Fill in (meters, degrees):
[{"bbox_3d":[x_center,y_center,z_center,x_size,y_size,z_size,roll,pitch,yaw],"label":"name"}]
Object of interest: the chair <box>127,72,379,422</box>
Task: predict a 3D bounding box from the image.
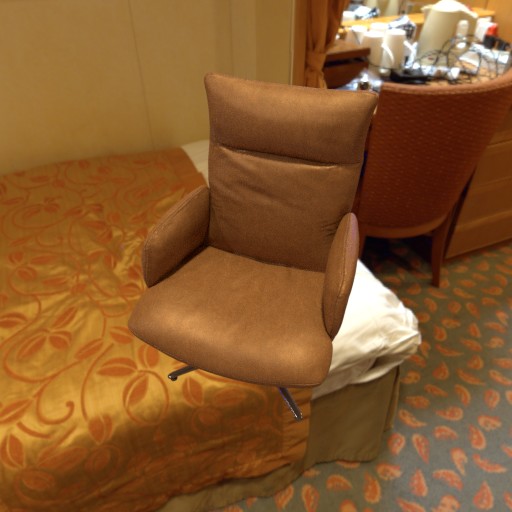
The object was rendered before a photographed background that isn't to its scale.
[{"bbox_3d":[0.000,0.000,1.584,0.711,1.027,0.794,13,41,15],"label":"chair"}]
